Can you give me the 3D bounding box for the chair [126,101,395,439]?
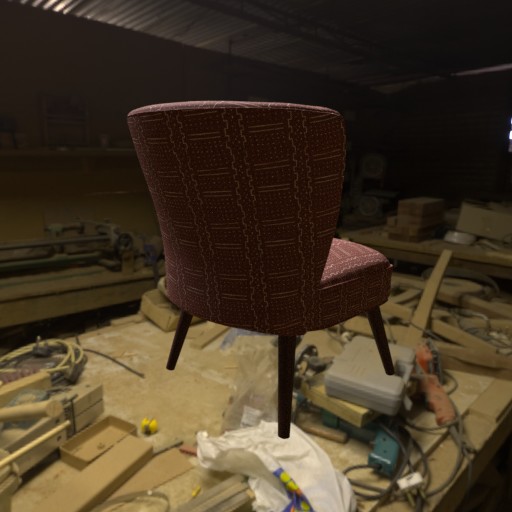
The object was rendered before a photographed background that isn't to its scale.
[{"bbox_3d":[0.000,0.000,1.413,0.758,0.866,0.706,-12,17,-43],"label":"chair"}]
